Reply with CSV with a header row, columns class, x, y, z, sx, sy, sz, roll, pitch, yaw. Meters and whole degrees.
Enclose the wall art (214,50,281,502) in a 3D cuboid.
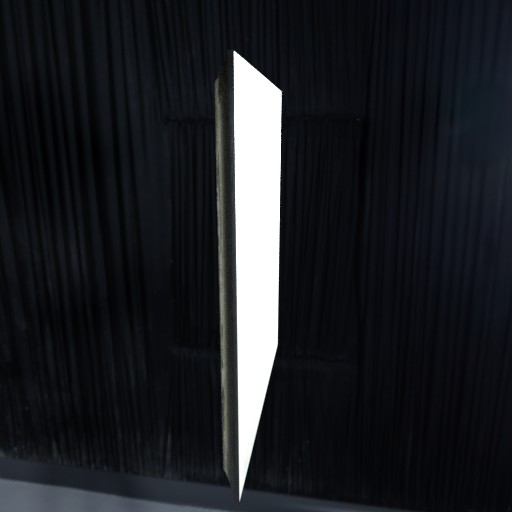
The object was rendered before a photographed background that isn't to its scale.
class,x,y,z,sx,sy,sz,roll,pitch,yaw
wall art,0.000,0.000,0.608,0.023,0.457,0.381,2,16,9
